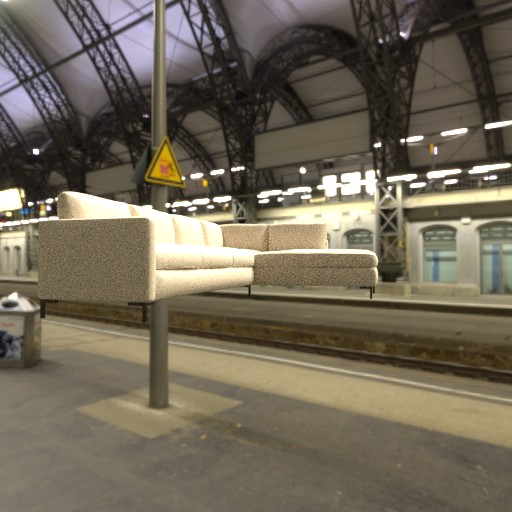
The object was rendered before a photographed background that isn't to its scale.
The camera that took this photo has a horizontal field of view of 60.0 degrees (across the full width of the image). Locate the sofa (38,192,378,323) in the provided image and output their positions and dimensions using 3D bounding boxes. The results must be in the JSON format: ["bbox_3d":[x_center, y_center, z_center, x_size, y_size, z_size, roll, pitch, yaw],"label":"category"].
[{"bbox_3d":[0.000,0.000,3.877,2.007,0.815,2.949,0,-1,17],"label":"sofa"}]
